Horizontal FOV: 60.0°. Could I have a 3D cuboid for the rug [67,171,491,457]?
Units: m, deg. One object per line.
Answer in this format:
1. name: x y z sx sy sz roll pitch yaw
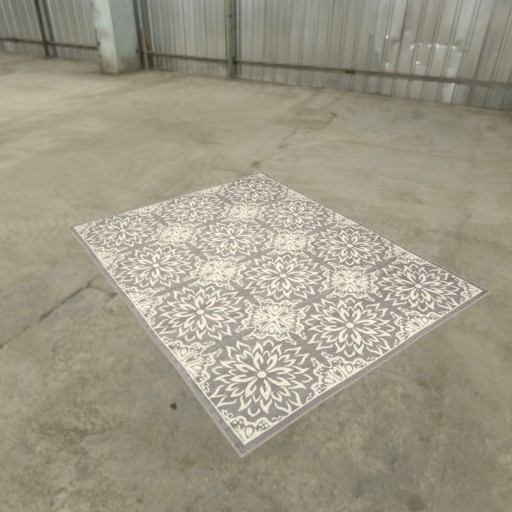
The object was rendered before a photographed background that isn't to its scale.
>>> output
1. rug: 0.000 0.000 3.876 2.363 0.012 2.980 -22 39 -30
